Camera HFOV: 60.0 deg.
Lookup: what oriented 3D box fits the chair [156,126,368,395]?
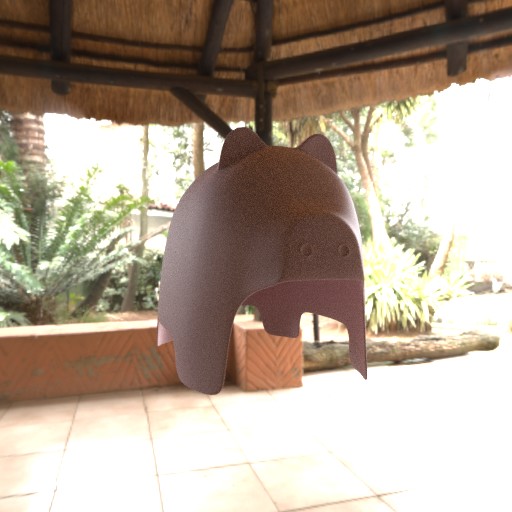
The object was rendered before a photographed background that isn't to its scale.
[{"bbox_3d":[0.000,0.000,0.885,0.364,0.423,0.619,0,0,-18],"label":"chair"}]
